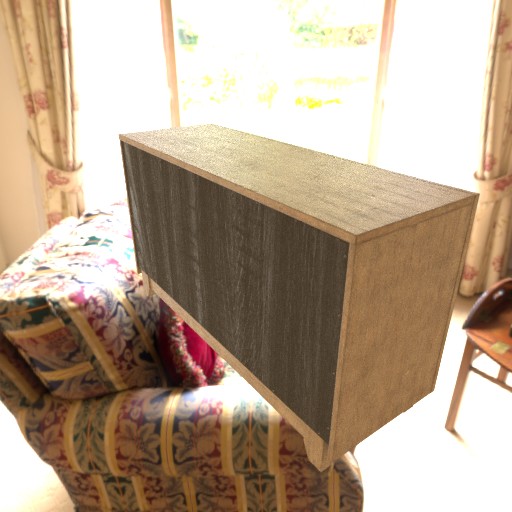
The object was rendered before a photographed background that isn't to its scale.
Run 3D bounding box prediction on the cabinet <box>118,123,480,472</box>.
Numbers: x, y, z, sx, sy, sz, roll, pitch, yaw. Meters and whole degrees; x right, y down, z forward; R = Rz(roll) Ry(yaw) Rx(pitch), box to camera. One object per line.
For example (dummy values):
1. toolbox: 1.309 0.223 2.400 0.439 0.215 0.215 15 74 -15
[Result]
1. cabinet: 0.000 0.000 1.827 0.511 0.825 1.460 -18 31 -32
